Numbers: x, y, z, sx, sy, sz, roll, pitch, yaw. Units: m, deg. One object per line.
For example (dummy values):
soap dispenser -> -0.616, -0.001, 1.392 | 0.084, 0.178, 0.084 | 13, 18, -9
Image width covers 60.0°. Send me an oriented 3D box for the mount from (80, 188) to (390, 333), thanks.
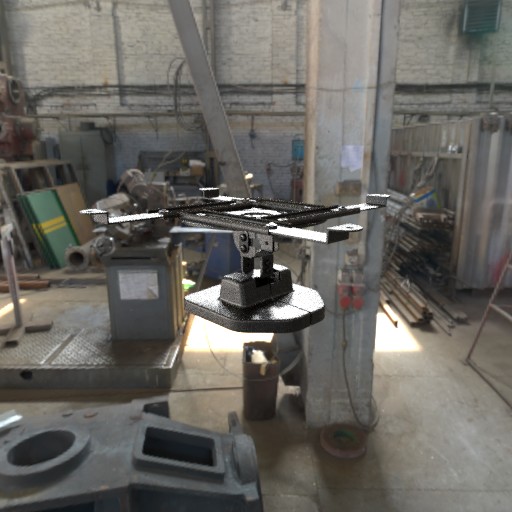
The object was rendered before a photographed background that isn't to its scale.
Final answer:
mount -> 0.000, 0.000, 0.581 | 0.394, 0.141, 0.394 | -13, 19, -43
